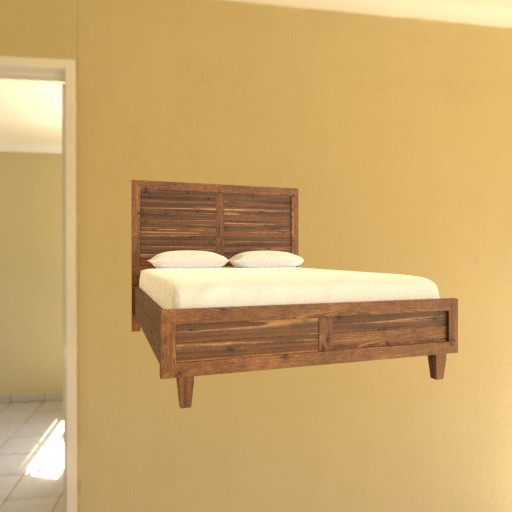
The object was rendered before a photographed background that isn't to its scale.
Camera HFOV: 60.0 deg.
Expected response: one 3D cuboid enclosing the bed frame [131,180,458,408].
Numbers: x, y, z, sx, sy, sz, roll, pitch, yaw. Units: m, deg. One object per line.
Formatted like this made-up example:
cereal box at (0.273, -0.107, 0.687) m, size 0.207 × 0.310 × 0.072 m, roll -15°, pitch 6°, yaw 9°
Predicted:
bed frame at (0.000, 0.000, 3.367) m, size 1.696 × 1.417 × 2.276 m, roll 0°, pitch 0°, yaw -19°
